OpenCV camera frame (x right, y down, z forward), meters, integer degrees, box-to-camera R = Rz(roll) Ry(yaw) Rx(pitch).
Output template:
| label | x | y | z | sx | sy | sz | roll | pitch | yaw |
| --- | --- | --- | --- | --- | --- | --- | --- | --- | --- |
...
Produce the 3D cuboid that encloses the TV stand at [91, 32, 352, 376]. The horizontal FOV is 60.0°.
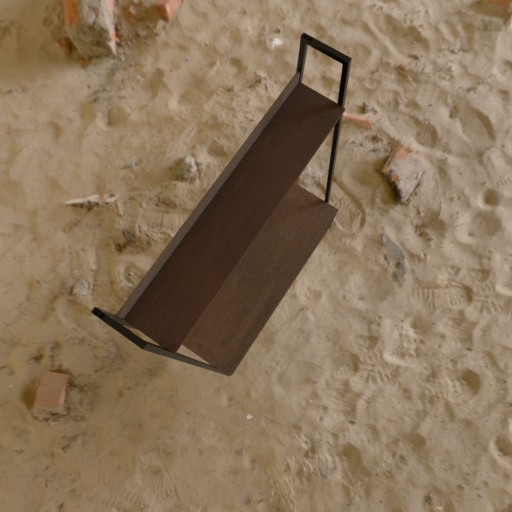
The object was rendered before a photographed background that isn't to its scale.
| label | x | y | z | sx | sy | sz | roll | pitch | yaw |
| --- | --- | --- | --- | --- | --- | --- | --- | --- | --- |
| TV stand | 0.000 | 0.000 | 2.342 | 0.432 | 1.772 | 1.250 | 33 | 78 | 8 |
